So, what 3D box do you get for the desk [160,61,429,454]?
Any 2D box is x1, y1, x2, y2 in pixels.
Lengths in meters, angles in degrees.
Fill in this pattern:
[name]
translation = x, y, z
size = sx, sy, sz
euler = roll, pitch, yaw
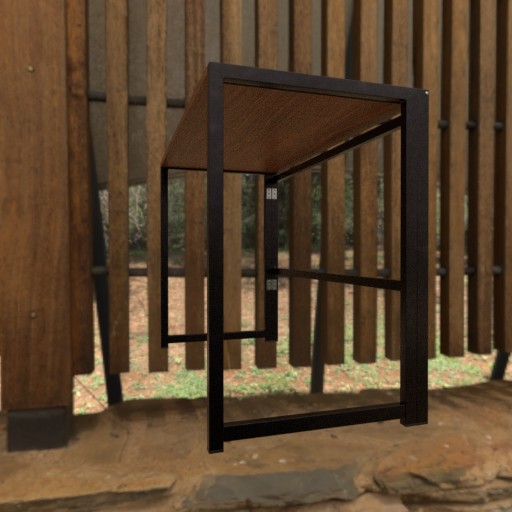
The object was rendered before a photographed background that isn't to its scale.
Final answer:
[desk]
translation = 0.000, 0.000, 1.416
size = 0.508, 0.762, 1.016
euler = 0, 0, -17
